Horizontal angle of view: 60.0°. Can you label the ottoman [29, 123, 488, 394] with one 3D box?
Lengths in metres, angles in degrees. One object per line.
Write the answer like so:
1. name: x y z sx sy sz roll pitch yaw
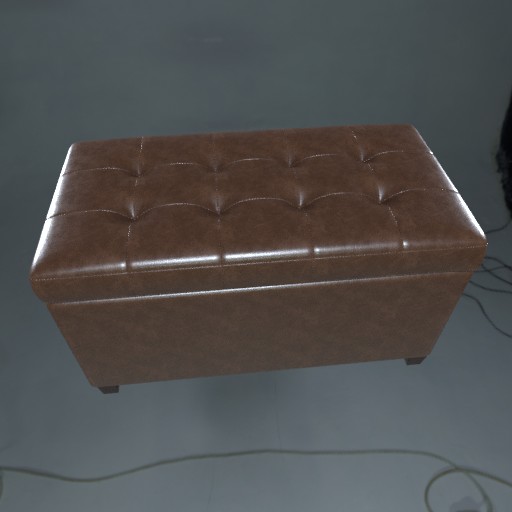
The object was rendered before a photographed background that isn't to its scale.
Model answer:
1. ottoman: 0.000 0.000 1.078 0.838 0.470 0.432 -4 47 -4
